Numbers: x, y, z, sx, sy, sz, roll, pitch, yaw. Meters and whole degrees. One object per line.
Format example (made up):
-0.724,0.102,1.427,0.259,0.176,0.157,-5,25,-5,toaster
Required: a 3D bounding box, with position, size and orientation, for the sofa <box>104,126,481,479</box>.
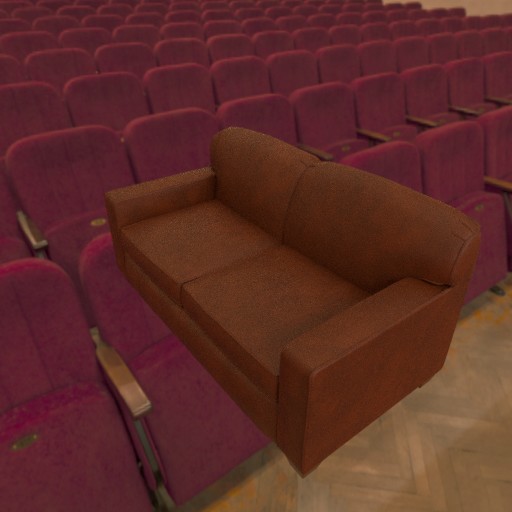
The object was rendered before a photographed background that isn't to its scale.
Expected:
0.000,0.000,2.373,1.000,0.966,1.856,-22,38,-31,sofa
